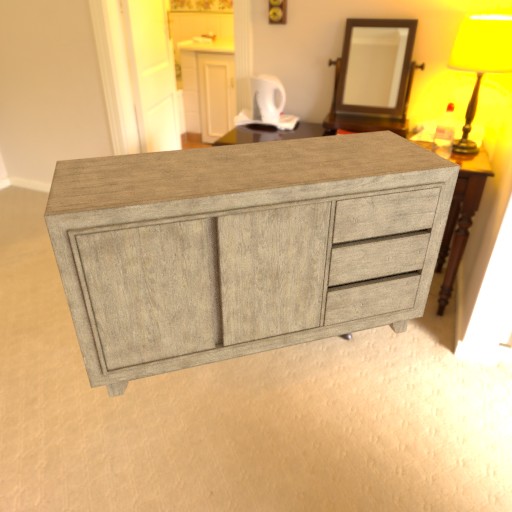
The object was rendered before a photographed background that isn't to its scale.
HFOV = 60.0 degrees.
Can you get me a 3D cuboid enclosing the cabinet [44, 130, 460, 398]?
[{"bbox_3d":[0.000,0.000,1.905,1.460,0.825,0.511,-9,32,-15],"label":"cabinet"}]
